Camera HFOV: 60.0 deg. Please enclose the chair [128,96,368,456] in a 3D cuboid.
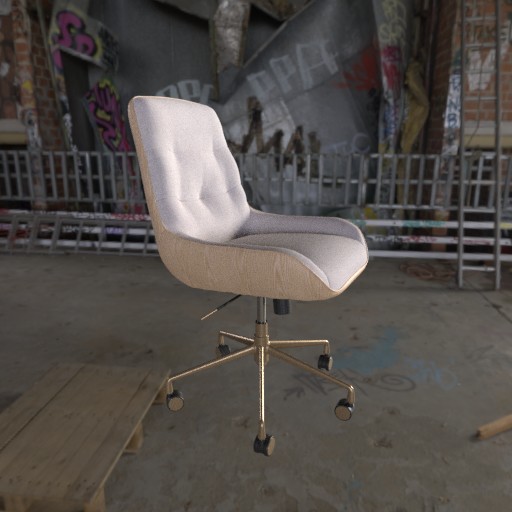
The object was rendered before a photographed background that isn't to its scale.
[{"bbox_3d":[0.000,0.000,1.376,0.668,0.952,0.564,7,16,26],"label":"chair"}]
